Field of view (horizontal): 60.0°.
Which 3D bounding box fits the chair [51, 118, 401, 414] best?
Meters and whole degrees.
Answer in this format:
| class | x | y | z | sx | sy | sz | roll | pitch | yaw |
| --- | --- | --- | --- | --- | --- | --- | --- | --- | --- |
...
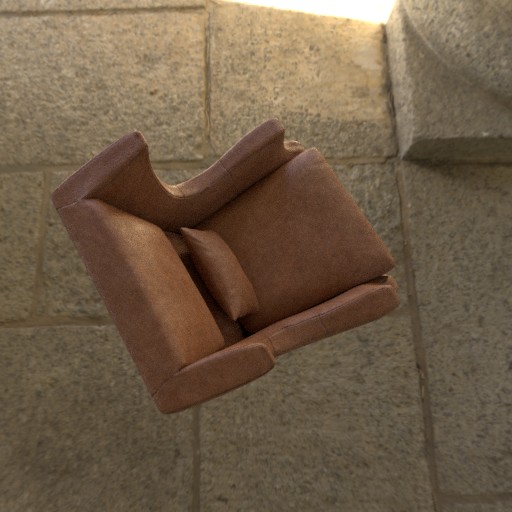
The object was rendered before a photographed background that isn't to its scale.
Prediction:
| class | x | y | z | sx | sy | sz | roll | pitch | yaw |
| --- | --- | --- | --- | --- | --- | --- | --- | --- | --- |
| chair | 0.000 | 0.000 | 1.656 | 0.926 | 1.016 | 0.853 | -30 | 77 | -7 |
